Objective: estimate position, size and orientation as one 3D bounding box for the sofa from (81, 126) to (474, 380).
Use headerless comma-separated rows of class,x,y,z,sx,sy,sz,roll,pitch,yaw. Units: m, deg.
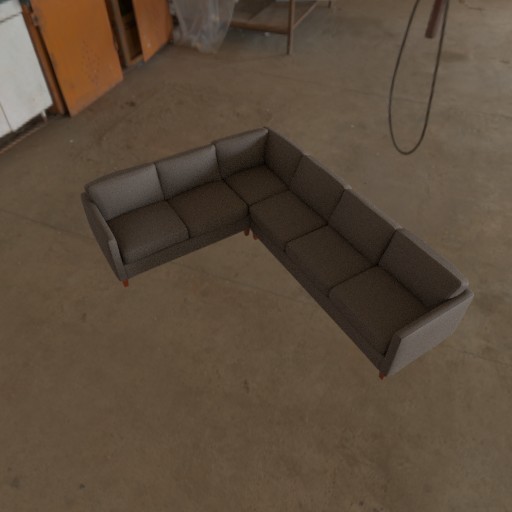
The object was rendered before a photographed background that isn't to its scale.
sofa,0.000,0.000,4.553,2.593,0.947,3.302,-24,50,-22
